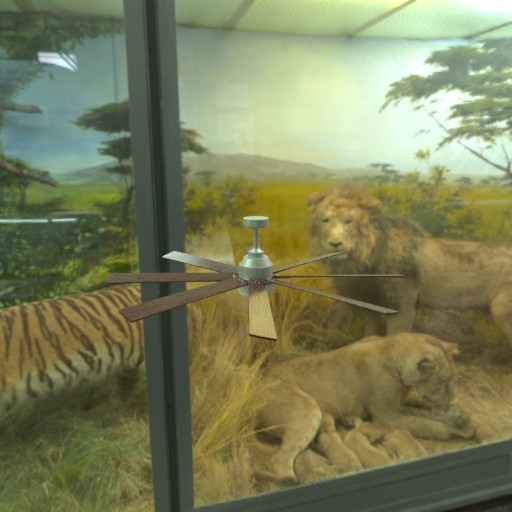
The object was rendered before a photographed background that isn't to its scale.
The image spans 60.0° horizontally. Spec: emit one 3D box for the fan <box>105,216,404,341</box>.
[{"bbox_3d":[0.000,0.000,2.726,1.830,0.472,1.830,12,18,42],"label":"fan"}]
